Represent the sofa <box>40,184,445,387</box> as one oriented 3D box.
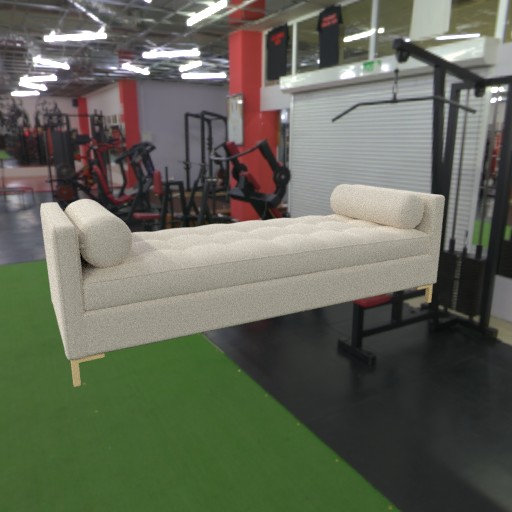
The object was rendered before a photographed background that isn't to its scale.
[{"bbox_3d":[0.000,0.000,2.355,1.985,0.641,0.746,-8,16,-27],"label":"sofa"}]
